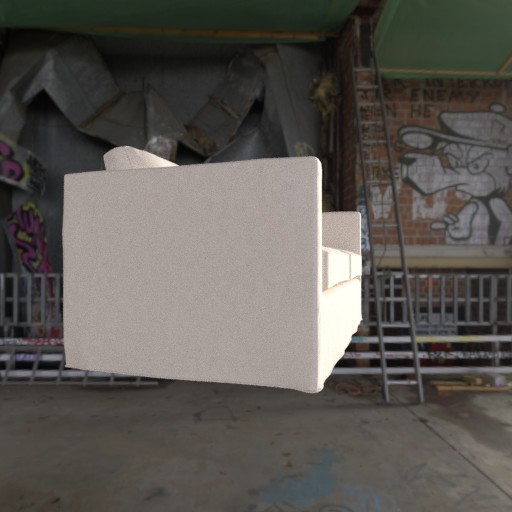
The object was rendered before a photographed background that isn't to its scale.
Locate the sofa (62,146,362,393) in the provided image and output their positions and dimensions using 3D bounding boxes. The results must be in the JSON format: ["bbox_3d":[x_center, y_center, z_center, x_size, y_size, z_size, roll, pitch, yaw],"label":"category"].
[{"bbox_3d":[0.000,0.000,2.283,0.962,0.834,1.746,0,-1,18],"label":"sofa"}]
